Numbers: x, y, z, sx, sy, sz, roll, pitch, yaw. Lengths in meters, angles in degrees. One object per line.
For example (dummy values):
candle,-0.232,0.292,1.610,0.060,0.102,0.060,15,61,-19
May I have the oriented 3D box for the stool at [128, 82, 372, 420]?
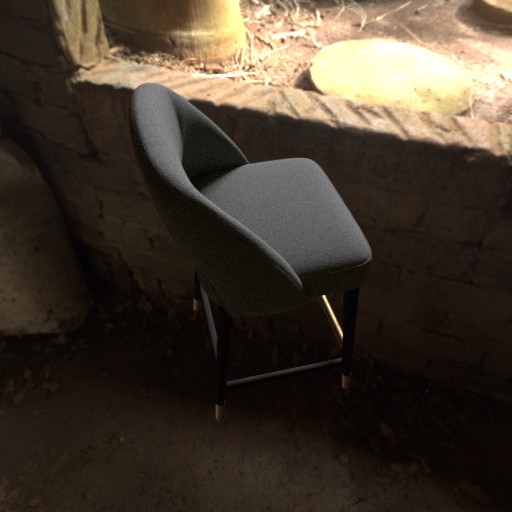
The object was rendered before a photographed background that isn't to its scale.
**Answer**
stool,0.000,0.000,1.241,0.524,0.925,0.536,-11,47,-10
